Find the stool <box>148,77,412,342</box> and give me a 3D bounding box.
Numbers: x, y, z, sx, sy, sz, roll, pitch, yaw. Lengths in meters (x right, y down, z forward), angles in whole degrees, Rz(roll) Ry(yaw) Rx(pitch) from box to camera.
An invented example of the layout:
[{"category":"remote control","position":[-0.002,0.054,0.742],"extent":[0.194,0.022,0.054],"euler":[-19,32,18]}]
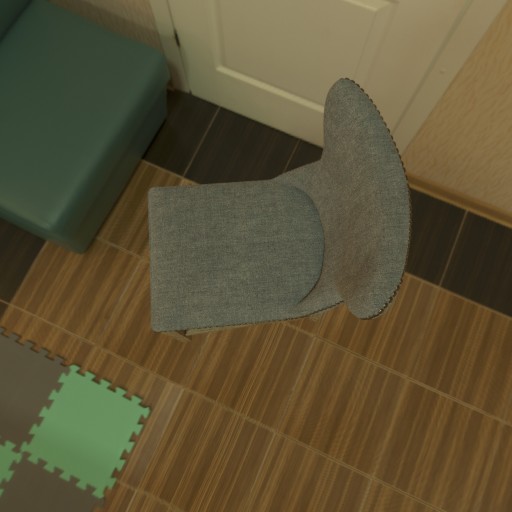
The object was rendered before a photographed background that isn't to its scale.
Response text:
[{"category":"stool","position":[0.000,0.000,1.309],"extent":[0.608,0.981,0.498],"euler":[-5,76,-1]}]
